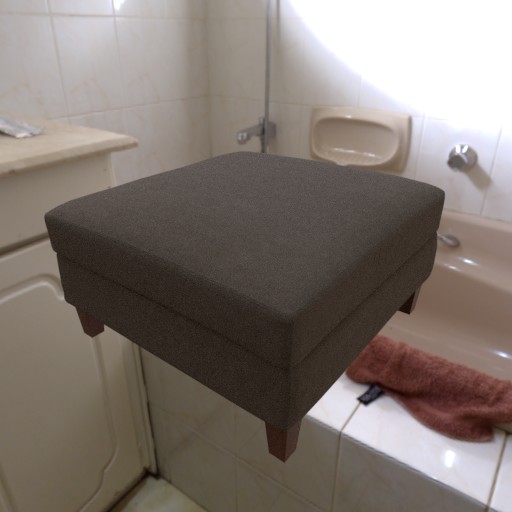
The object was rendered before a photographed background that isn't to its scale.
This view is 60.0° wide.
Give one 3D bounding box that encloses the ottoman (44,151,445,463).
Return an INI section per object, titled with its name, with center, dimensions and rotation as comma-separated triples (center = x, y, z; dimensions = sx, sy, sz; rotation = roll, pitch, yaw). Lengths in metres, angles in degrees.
[ottoman]
center = 0.000, 0.000, 1.382
dimensions = 0.861, 0.482, 0.881
rotation = 19, 32, 34
